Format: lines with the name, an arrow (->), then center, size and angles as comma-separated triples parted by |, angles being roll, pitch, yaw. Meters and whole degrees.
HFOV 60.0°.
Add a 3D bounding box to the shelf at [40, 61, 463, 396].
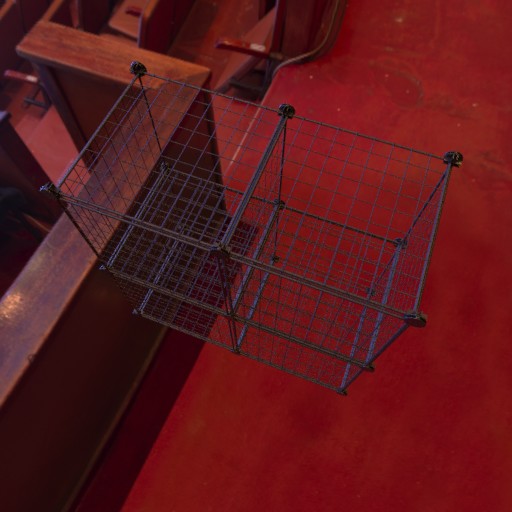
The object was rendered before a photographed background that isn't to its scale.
shelf -> 0.000, 0.000, 1.137 | 0.711, 0.711, 0.356 | 19, 65, 9
